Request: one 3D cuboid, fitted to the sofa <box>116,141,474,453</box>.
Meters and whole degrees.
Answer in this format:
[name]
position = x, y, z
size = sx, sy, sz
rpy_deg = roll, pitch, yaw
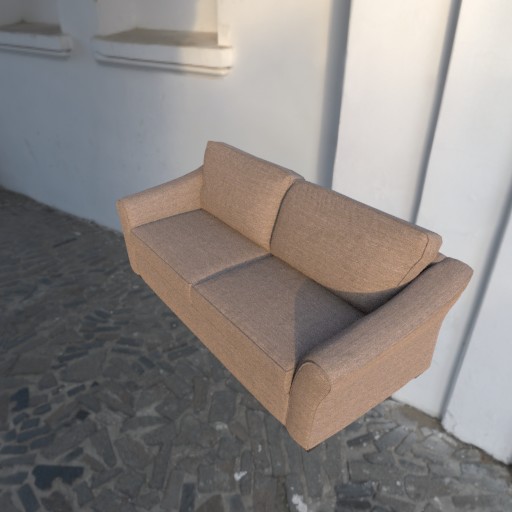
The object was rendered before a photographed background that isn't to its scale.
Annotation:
[sofa]
position = 0.000, 0.000, 2.793
size = 0.980, 0.965, 2.270
rpy_deg = -21, 37, -31
